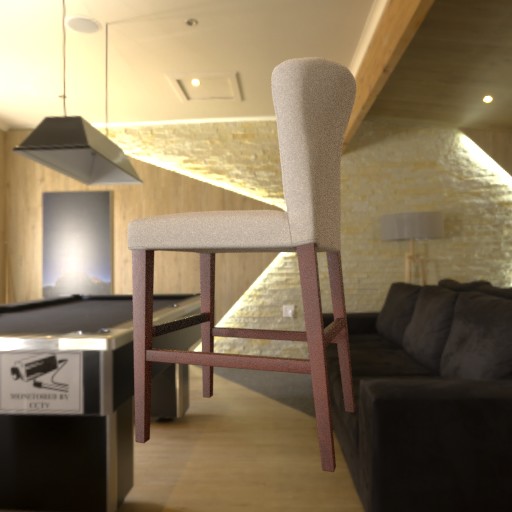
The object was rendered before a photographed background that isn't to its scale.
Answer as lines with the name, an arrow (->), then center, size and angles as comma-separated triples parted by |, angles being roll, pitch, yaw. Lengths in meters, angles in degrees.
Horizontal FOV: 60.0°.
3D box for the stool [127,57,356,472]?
stool -> 0.000, 0.000, 1.278 | 0.568, 0.968, 0.479 | 0, -1, 18
